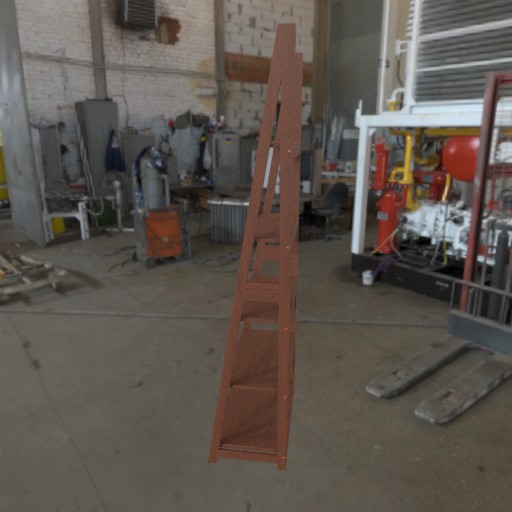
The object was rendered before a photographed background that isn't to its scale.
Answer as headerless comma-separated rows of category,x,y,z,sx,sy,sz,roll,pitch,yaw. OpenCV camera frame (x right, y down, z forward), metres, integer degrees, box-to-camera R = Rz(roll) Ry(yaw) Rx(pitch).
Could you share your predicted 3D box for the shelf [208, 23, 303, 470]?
shelf,0.000,0.000,2.004,0.350,1.770,0.600,2,16,8
